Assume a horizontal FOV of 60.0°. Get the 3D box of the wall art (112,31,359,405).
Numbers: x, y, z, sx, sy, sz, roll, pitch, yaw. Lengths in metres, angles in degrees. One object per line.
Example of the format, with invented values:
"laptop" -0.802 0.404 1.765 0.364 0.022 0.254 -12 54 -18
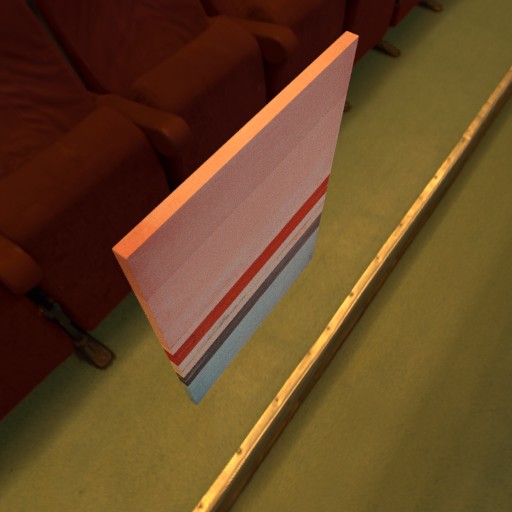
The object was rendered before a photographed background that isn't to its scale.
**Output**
"wall art" 0.000 0.000 1.320 0.039 1.016 0.761 32 64 18
